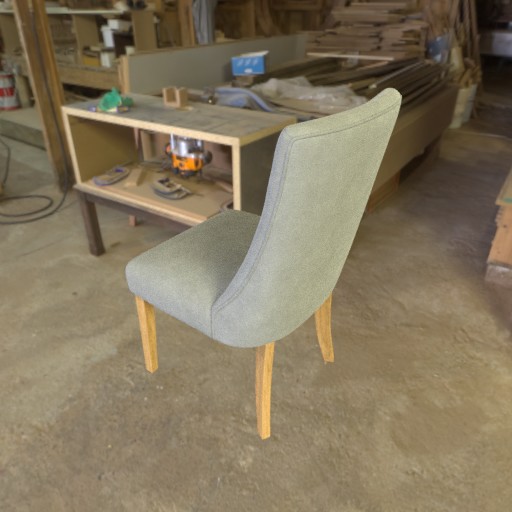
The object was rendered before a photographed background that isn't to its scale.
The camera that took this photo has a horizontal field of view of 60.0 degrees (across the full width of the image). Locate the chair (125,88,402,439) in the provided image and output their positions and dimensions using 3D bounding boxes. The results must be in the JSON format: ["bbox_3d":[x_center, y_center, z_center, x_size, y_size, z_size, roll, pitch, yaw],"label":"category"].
[{"bbox_3d":[0.000,0.000,1.262,0.610,0.902,0.495,21,37,31],"label":"chair"}]
